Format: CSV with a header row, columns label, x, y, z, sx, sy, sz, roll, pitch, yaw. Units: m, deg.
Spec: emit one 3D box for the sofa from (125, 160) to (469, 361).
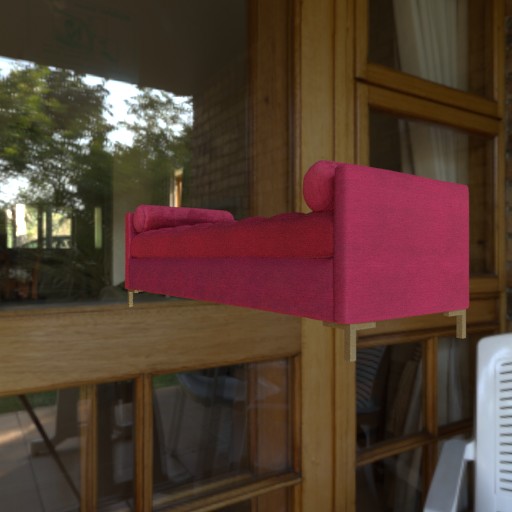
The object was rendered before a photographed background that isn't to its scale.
label,x,y,z,sx,sy,sz,roll,pitch,yaw
sofa,0.000,0.000,2.514,0.796,0.705,2.102,0,0,-36
